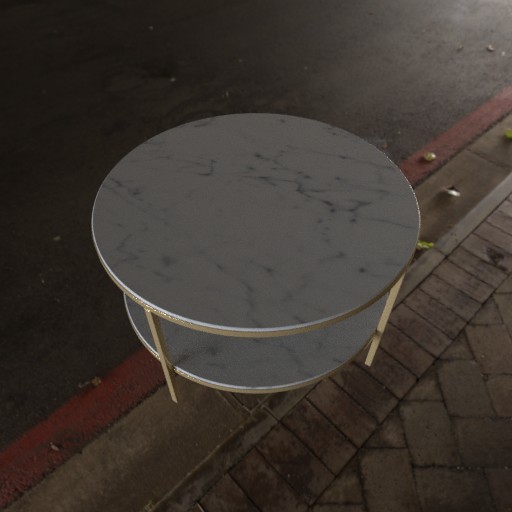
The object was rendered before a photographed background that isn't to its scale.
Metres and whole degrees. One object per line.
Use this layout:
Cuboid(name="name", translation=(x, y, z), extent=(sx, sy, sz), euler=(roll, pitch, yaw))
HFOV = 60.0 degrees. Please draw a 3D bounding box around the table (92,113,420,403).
Cuboid(name="table", translation=(0.000, 0.000, 1.271), extent=(0.800, 0.450, 0.800), euler=(0, 47, 0))
